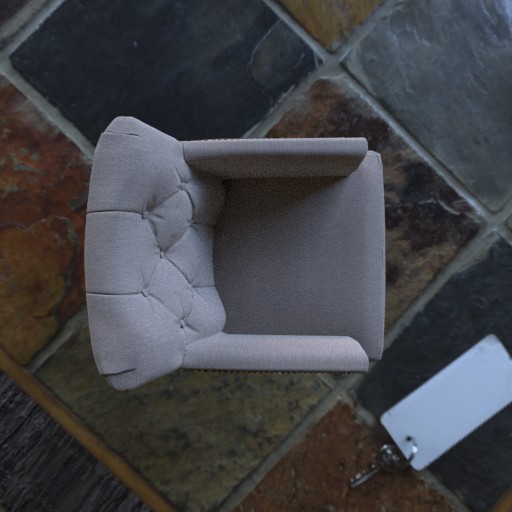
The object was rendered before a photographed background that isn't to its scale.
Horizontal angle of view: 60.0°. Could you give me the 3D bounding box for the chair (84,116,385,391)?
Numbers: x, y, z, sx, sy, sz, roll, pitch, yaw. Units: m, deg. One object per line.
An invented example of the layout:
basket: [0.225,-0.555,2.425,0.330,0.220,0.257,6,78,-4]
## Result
chair: [0.000,0.000,1.530,0.902,0.823,0.737,0,89,-1]
